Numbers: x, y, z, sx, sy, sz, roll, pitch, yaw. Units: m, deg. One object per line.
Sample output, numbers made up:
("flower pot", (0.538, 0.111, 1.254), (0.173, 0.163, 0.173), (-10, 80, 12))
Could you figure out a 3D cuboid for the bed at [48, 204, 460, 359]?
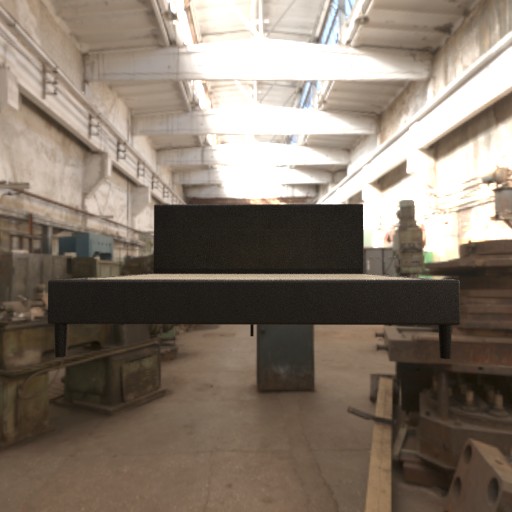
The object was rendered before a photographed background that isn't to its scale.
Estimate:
("bed", (0.000, 0.000, 3.240), (2.018, 1.046, 2.152), (0, -1, 1))
